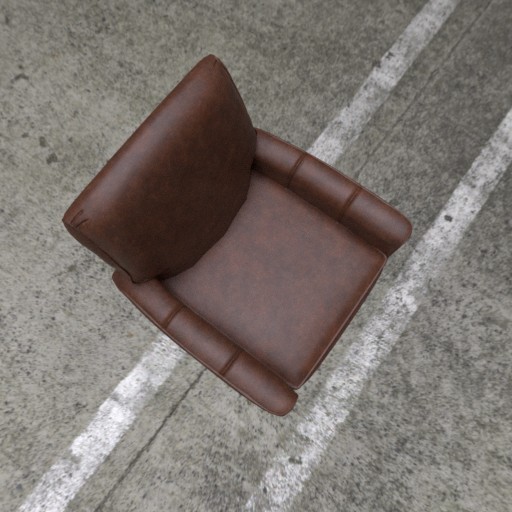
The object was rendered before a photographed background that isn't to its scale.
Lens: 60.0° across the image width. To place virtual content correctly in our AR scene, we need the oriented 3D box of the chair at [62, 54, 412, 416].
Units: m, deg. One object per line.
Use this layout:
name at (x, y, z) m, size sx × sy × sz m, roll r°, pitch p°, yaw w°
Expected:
chair at (0.000, 0.000, 1.629) m, size 0.850 × 1.010 × 0.839 m, roll 36°, pitch 78°, yaw 8°
